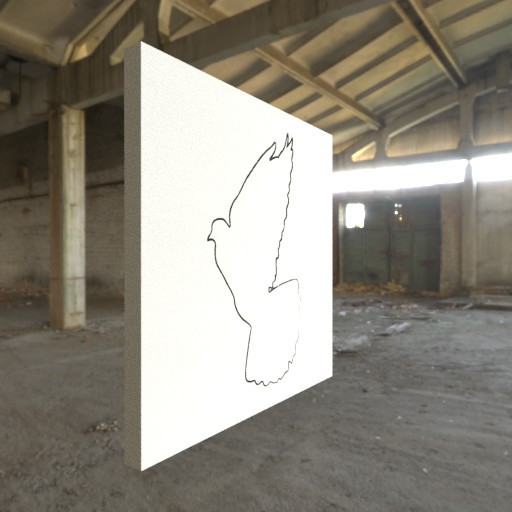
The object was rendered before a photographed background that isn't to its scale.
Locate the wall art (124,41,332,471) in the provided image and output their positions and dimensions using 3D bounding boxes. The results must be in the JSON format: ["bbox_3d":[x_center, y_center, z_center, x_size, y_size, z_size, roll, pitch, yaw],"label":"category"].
[{"bbox_3d":[0.000,0.000,0.887,0.038,0.610,0.610,0,0,36],"label":"wall art"}]
